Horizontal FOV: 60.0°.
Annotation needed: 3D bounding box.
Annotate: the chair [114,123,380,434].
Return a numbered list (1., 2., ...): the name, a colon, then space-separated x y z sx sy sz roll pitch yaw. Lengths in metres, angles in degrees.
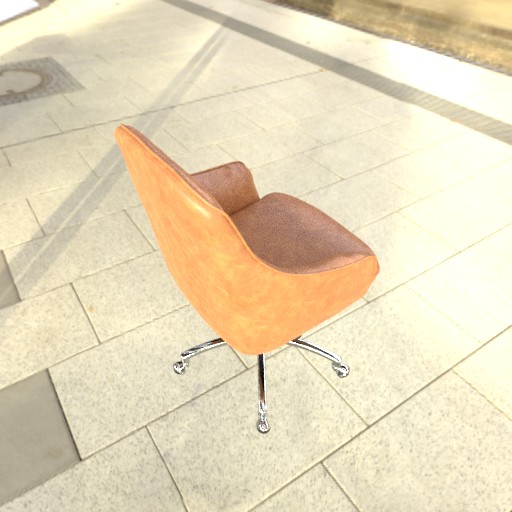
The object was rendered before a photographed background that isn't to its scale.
1. chair: 0.000 0.000 1.345 0.615 0.909 0.628 -25 47 -26
